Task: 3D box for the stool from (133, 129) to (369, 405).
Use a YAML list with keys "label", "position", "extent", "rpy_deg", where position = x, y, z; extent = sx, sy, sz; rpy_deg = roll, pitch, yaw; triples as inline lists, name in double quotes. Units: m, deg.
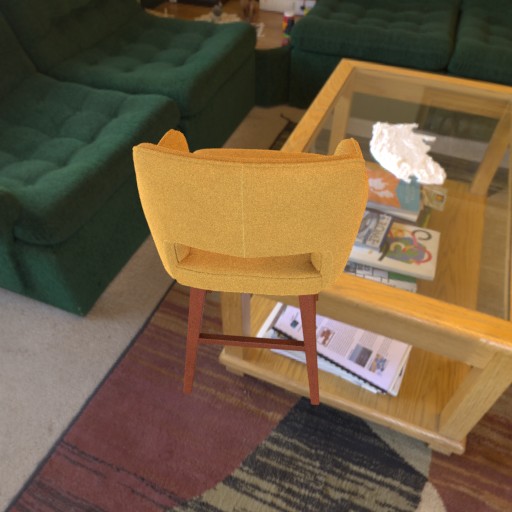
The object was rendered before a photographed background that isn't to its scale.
- label: "stool"
  position: [0.000, 0.000, 1.314]
  extent: [0.548, 1.012, 0.558]
  rpy_deg: [4, 46, 4]
